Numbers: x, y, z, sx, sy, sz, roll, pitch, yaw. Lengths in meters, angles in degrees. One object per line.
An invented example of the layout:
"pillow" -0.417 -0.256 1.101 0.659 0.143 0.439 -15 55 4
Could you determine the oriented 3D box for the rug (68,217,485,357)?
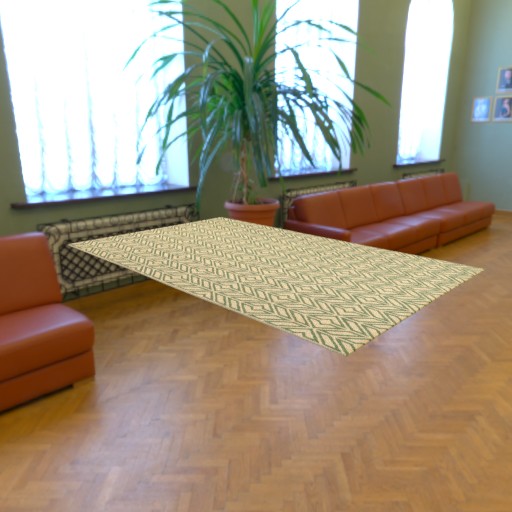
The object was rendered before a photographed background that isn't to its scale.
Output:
"rug" 0.000 0.000 3.005 2.435 0.011 1.517 15 21 42
